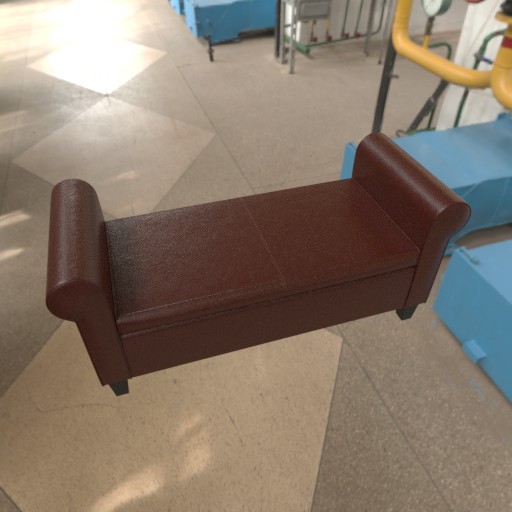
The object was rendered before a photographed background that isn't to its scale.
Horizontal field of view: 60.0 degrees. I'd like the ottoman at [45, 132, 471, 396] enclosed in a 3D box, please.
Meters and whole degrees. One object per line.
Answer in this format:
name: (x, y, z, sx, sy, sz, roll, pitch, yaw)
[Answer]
ottoman: (0.000, 0.000, 1.561, 1.256, 0.547, 0.521, -12, 42, -13)
